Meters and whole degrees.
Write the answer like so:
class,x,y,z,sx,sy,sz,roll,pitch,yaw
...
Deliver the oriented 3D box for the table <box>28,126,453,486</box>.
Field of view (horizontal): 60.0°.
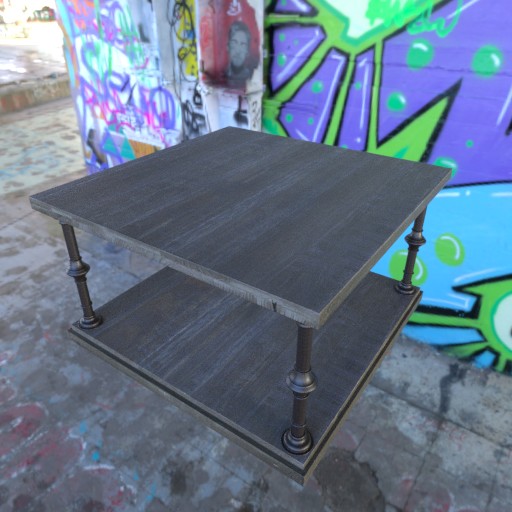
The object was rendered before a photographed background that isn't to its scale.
class,x,y,z,sx,sy,sz,roll,pitch,yaw
table,0.000,0.000,1.120,0.696,0.400,0.696,20,36,29
